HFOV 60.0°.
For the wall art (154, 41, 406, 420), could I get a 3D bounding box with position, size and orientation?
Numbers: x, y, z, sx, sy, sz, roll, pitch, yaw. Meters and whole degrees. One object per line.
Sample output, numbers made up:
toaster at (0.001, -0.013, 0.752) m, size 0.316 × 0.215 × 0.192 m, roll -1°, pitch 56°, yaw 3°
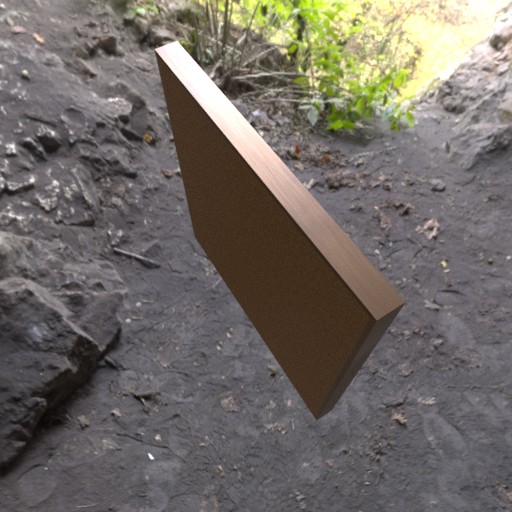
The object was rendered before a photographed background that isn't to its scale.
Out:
wall art at (0.000, 0.000, 0.775) m, size 0.038 × 0.511 × 0.513 m, roll -28°, pitch 63°, yaw -16°
